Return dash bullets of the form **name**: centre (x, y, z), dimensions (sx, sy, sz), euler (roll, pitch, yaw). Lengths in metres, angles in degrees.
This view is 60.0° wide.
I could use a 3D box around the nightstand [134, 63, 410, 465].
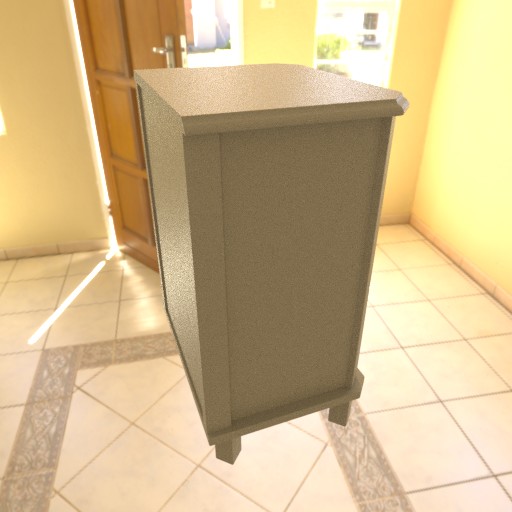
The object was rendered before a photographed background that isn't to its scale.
- **nightstand**: centre (0.000, 0.000, 0.917), dimensions (0.350, 0.680, 0.450), euler (-11, 32, -18)
